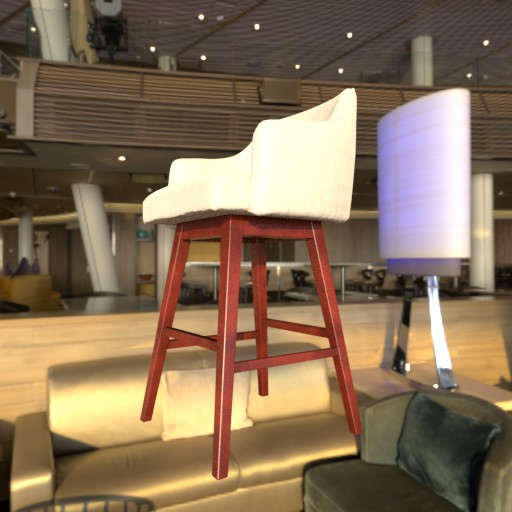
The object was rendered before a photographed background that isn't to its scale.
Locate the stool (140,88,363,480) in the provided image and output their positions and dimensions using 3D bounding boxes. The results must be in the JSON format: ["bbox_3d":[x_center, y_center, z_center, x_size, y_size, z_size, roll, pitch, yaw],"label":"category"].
[{"bbox_3d":[0.000,0.000,1.344,0.558,1.012,0.548,1,-1,-35],"label":"stool"}]
